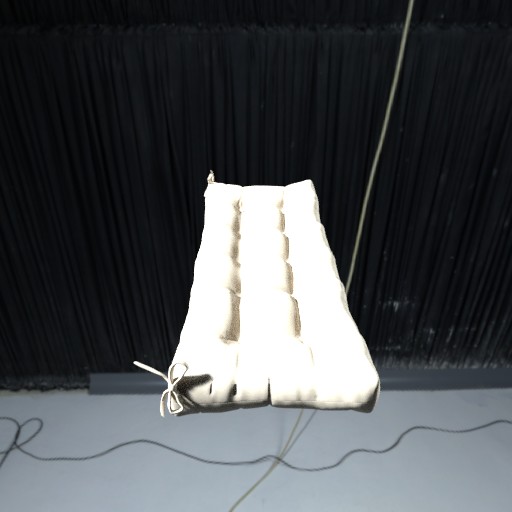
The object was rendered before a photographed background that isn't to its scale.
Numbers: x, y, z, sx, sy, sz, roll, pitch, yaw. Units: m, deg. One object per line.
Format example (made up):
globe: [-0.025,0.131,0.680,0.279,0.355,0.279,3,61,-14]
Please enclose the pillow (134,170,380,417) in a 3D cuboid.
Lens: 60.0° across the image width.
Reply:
pillow: [0.000,0.000,1.390,0.511,0.174,1.194,0,31,-1]
